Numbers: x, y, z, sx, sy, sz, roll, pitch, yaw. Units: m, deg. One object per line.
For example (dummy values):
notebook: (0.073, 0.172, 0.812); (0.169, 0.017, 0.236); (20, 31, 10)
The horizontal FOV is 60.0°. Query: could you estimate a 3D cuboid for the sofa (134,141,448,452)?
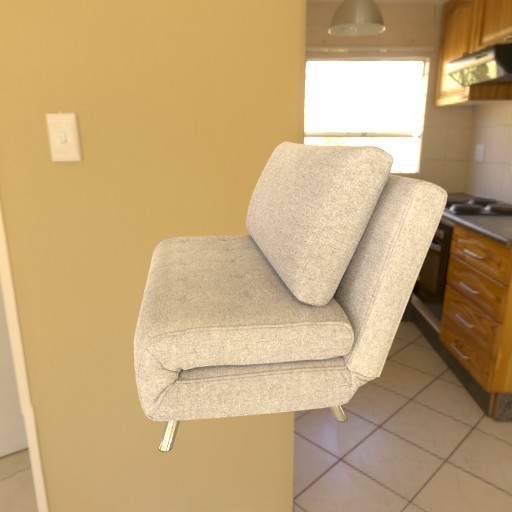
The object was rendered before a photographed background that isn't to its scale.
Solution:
sofa: (0.000, 0.000, 1.840); (0.910, 0.910, 1.220); (-2, 15, -9)
